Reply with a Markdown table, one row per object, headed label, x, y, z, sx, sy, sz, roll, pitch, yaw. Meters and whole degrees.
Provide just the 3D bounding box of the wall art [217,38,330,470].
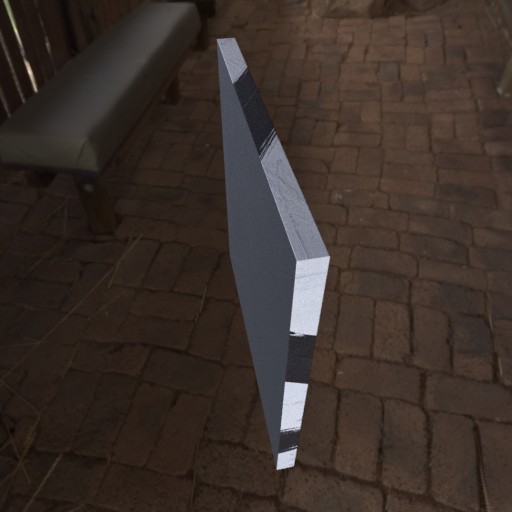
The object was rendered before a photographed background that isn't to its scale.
| label | x | y | z | sx | sy | sz | roll | pitch | yaw |
| --- | --- | --- | --- | --- | --- | --- | --- | --- | --- |
| wall art | 0.000 | 0.000 | 1.105 | 0.046 | 0.765 | 0.765 | -8 | 46 | -8 |
